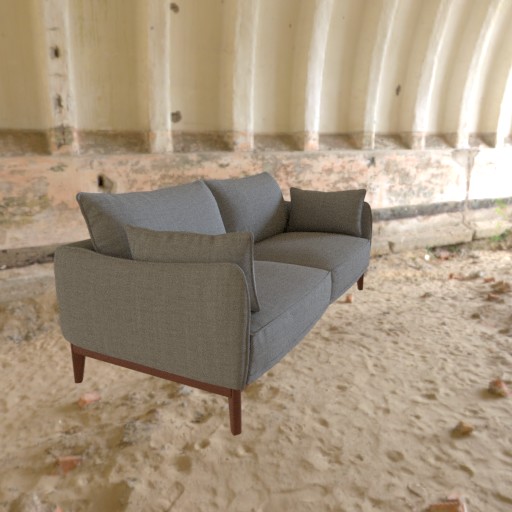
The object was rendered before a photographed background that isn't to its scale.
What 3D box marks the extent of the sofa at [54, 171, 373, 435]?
[{"bbox_3d":[0.000,0.000,2.520,0.972,0.851,1.989,7,16,26],"label":"sofa"}]
